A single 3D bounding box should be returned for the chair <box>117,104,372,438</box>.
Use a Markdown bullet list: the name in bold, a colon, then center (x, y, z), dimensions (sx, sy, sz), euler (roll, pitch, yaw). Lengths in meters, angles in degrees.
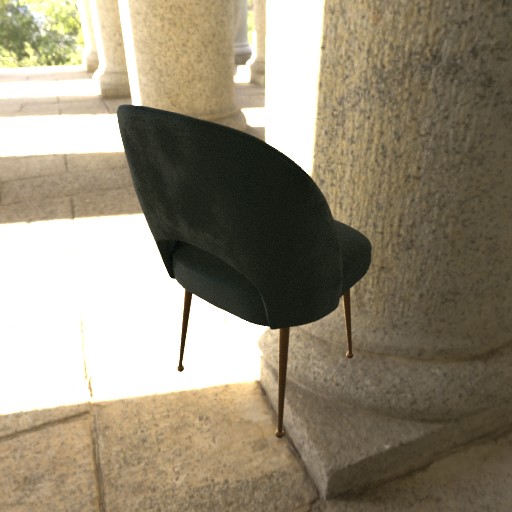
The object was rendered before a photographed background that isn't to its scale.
- **chair**: center (0.000, 0.000, 1.191), dimensions (0.527, 0.860, 0.577), euler (22, 37, 33)
